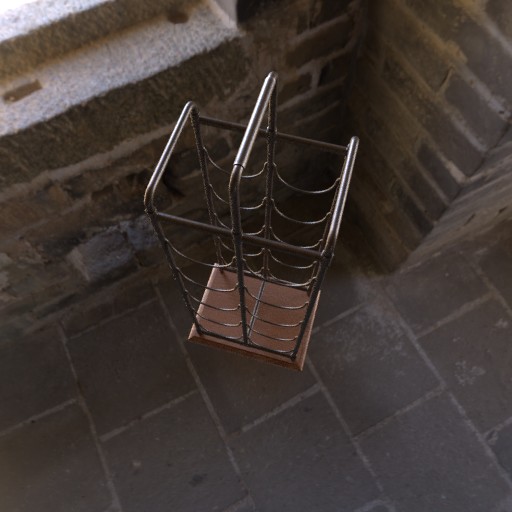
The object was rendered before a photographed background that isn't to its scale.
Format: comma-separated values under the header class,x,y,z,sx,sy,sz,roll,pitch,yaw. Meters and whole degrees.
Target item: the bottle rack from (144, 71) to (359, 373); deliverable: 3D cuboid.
class,x,y,z,sx,sy,sz,roll,pitch,yaw
bottle rack,0.000,0.000,0.782,0.276,0.680,0.208,14,65,7
